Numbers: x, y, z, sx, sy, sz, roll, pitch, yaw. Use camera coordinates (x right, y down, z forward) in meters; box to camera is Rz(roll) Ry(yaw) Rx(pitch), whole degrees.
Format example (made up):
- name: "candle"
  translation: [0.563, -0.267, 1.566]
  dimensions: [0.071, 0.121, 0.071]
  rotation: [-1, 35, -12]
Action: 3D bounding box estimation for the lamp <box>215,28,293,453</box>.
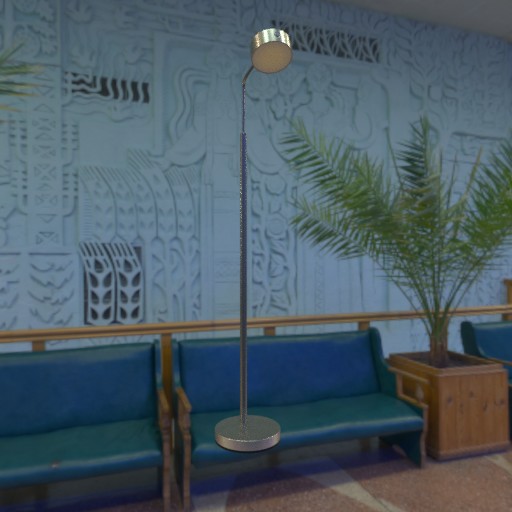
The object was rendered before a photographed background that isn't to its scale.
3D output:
- name: "lamp"
  translation: [0.000, 0.000, 1.408]
  dimensions: [0.222, 1.250, 0.421]
  rotation: [0, 1, -17]
